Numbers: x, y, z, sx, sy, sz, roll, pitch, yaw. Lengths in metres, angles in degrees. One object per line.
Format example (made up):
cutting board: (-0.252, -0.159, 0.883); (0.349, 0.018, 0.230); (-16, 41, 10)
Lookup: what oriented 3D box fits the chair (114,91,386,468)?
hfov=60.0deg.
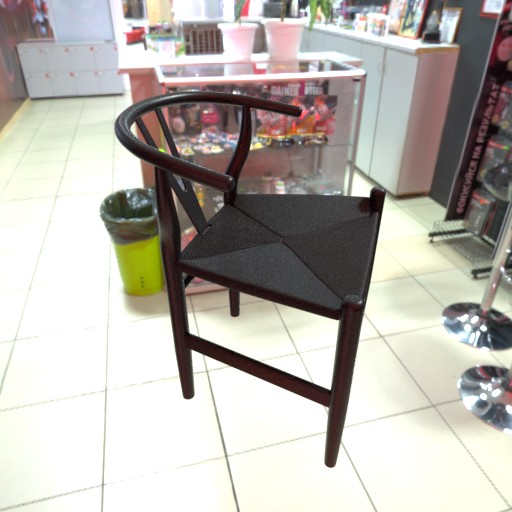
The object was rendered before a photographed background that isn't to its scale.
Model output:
chair: (0.000, 0.000, 1.134); (0.579, 0.730, 0.569); (10, 33, 15)
